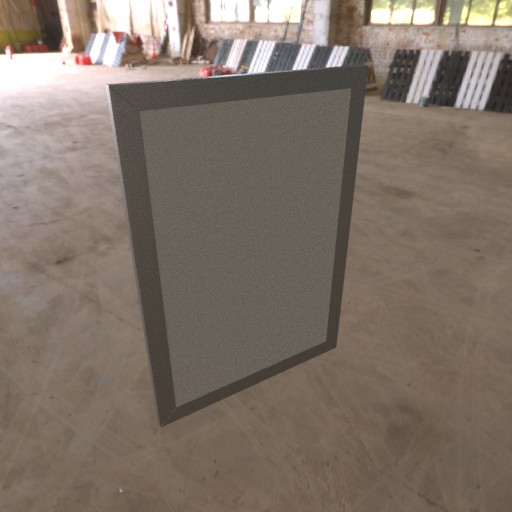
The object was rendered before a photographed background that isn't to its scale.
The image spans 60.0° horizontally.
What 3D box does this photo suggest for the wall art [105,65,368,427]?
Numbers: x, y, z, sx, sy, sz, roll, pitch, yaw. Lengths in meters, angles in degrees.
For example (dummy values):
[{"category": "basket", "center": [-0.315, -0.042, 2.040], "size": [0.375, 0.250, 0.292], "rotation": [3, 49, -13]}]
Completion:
[{"category": "wall art", "center": [0.000, 0.000, 0.690], "size": [0.376, 0.529, 0.013], "rotation": [-17, 33, -27]}]
